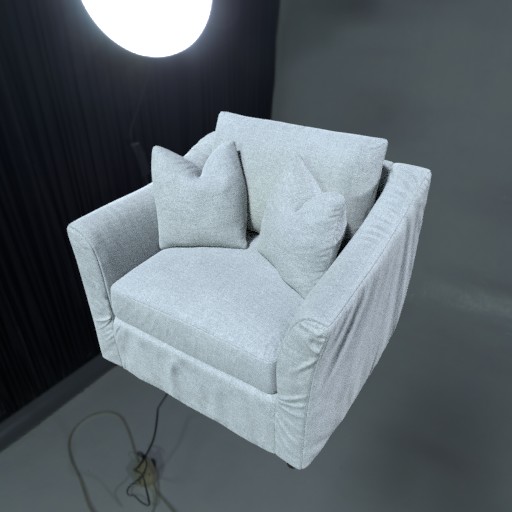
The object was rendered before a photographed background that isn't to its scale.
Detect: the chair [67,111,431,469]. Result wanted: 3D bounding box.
[{"bbox_3d":[0.000,0.000,2.017,1.194,1.059,1.071,19,36,28],"label":"chair"}]
